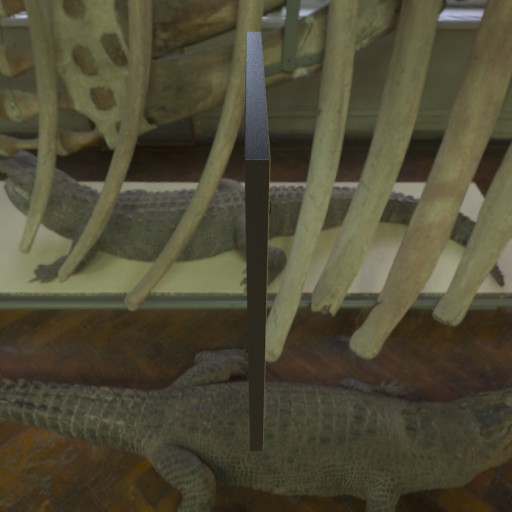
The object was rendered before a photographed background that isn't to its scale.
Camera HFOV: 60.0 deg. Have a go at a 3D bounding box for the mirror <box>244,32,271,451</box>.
[{"bbox_3d":[0.000,0.000,1.155,0.041,0.915,0.609,0,42,-1],"label":"mirror"}]
